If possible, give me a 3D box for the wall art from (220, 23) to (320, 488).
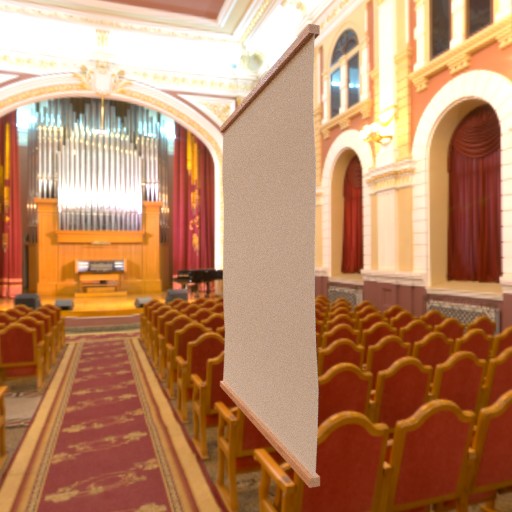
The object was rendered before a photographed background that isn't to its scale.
[{"bbox_3d":[0.000,0.000,0.679,0.013,0.508,0.406,0,0,-19],"label":"wall art"}]
